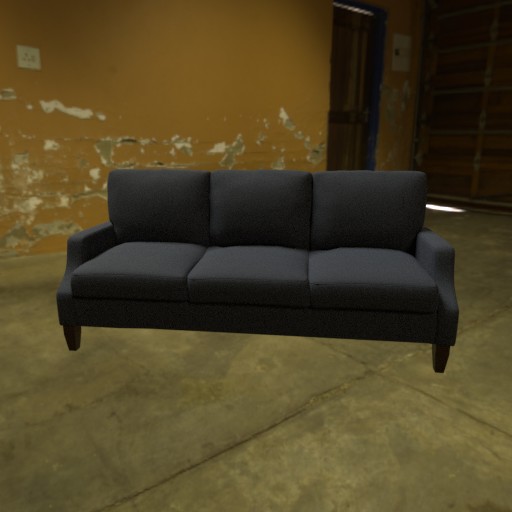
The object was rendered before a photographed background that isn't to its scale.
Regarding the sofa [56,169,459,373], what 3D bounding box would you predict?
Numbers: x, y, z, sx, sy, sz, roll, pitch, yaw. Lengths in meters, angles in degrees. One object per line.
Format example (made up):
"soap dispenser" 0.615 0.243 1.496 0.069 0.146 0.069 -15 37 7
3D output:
"sofa" 0.000 0.000 2.643 2.115 0.984 0.888 2 14 7
